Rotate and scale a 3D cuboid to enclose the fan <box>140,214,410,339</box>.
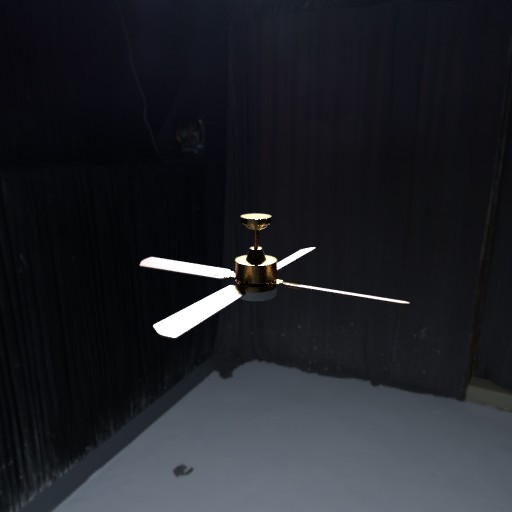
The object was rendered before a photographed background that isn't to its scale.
[{"bbox_3d":[0.000,0.000,1.955,1.320,0.355,1.320,8,16,27],"label":"fan"}]
